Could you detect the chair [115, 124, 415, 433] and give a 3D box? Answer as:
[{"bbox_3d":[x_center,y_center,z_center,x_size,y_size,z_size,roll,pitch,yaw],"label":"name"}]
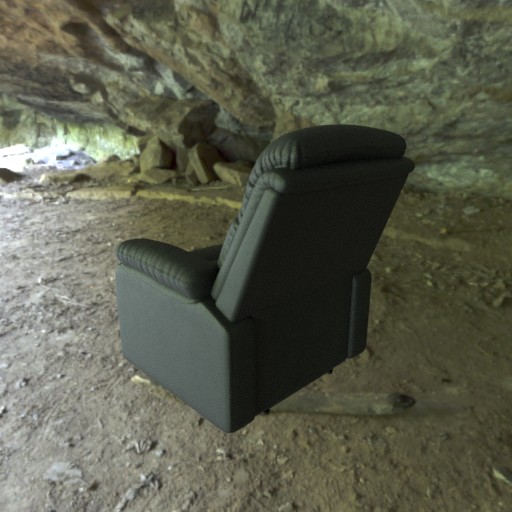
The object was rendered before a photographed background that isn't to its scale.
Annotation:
[{"bbox_3d":[0.000,0.000,1.735,0.855,0.992,0.919,-16,23,-42],"label":"chair"}]
